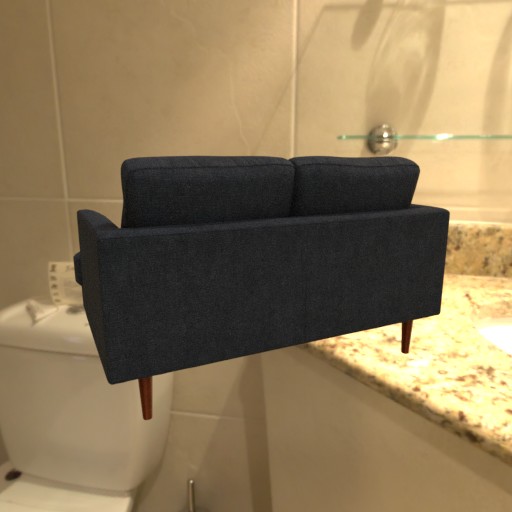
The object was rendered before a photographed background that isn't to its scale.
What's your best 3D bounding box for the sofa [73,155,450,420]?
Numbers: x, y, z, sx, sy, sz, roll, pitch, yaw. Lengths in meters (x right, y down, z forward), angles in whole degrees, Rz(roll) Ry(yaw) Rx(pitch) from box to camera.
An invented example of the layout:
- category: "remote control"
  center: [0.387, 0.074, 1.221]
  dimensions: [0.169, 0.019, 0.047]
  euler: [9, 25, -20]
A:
- category: "sofa"
  center: [0.000, 0.000, 2.133]
  dimensions: [1.582, 0.944, 0.903]
  euler: [-6, 14, -25]
